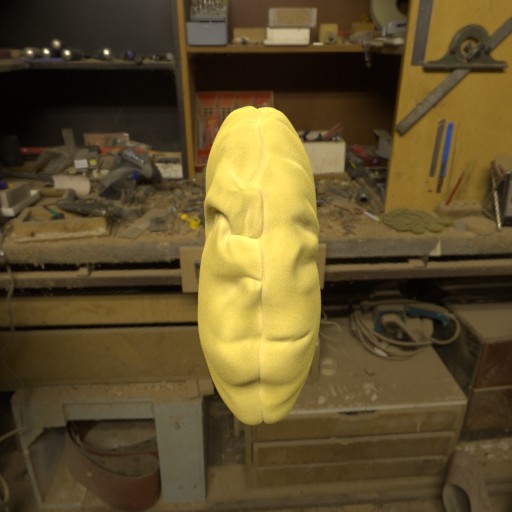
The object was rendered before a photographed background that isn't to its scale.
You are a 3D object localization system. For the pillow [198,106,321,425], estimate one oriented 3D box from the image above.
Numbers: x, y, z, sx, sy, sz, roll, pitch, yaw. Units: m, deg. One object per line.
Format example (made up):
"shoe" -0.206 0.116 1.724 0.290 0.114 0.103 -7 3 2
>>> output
"pillow" 0.000 0.000 0.637 0.148 0.407 0.428 -1 27 -2
